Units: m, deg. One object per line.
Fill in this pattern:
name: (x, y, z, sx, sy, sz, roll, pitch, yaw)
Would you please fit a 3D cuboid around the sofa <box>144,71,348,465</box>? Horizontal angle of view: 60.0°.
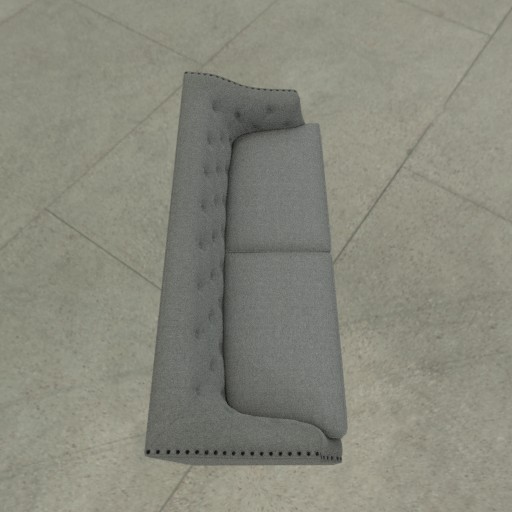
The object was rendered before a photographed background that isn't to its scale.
sofa: (0.000, 0.000, 2.645, 0.914, 0.901, 2.235, 0, 62, 0)
